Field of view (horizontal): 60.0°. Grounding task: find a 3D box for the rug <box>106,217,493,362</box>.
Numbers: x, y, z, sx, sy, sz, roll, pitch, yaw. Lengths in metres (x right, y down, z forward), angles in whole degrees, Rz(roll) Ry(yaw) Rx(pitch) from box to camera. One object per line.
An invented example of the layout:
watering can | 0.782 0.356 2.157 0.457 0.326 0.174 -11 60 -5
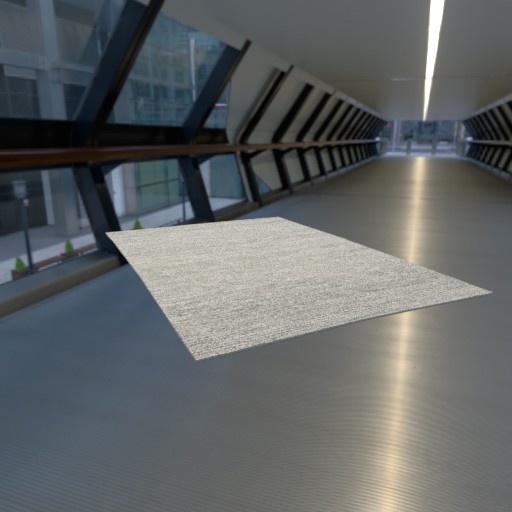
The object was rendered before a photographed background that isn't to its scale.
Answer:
rug | 0.000 0.000 2.957 1.616 0.030 2.338 -7 17 -25
